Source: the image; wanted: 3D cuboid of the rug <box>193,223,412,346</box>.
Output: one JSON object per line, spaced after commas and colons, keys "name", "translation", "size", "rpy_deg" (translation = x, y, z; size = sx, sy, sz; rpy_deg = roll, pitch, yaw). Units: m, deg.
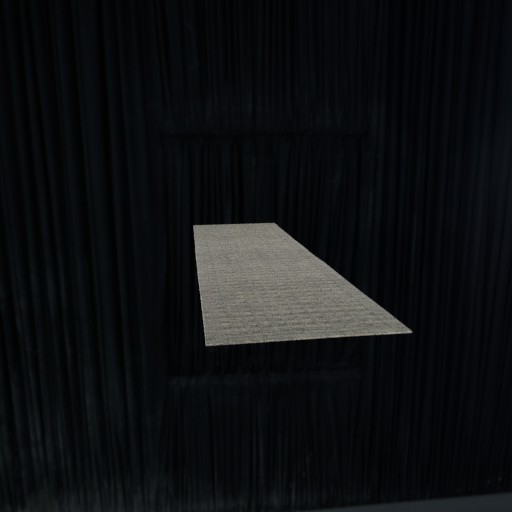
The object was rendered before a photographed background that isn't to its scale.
{"name": "rug", "translation": [0.000, 0.000, 2.641], "size": [0.706, 0.009, 2.443], "rpy_deg": [-2, 13, -9]}
